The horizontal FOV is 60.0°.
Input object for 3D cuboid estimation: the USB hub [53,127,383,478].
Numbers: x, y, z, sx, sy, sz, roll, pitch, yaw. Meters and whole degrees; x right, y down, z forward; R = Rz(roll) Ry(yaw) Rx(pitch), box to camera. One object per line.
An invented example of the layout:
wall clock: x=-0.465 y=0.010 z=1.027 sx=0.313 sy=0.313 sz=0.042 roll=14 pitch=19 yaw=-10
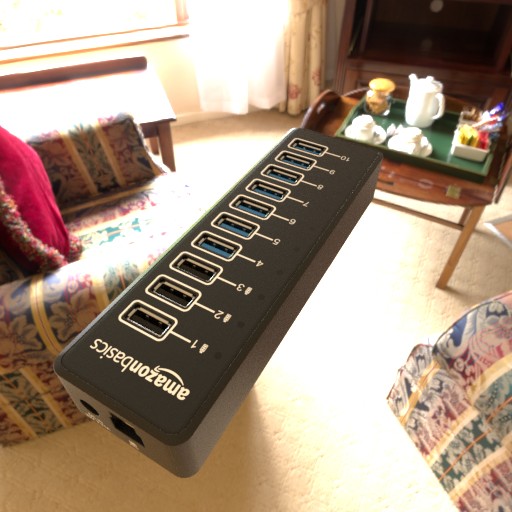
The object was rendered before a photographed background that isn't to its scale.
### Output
USB hub: x=0.000 y=0.000 z=0.160 sx=0.044 sy=0.023 sz=0.145 roll=23 pitch=50 yaw=21
